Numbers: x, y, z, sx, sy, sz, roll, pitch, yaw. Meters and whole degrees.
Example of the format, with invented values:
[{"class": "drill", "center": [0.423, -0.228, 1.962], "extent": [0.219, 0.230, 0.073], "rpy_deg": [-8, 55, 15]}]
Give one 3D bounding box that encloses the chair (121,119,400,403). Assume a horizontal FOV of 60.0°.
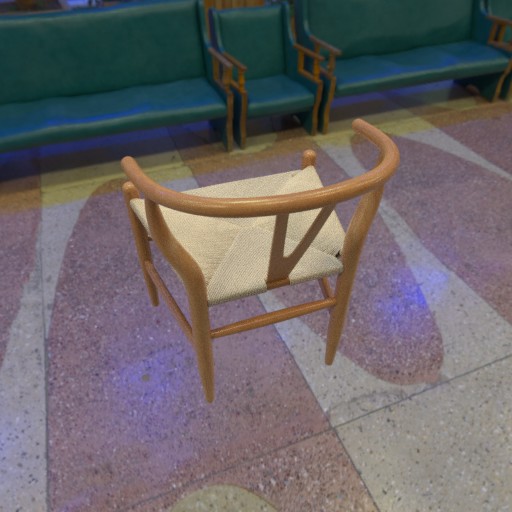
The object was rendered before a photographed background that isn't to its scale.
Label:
[{"class": "chair", "center": [0.000, 0.000, 1.128], "extent": [0.569, 0.730, 0.579], "rpy_deg": [-13, 43, -14]}]
